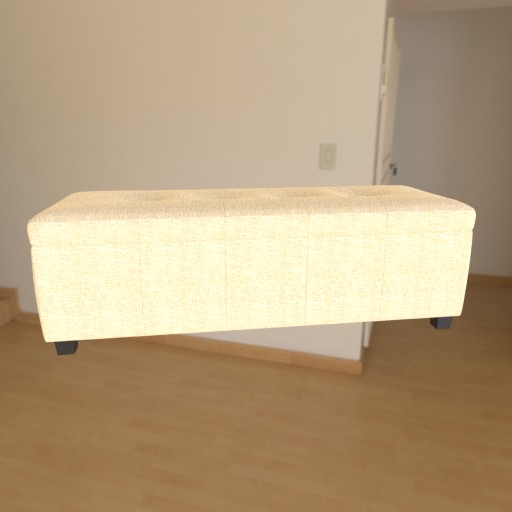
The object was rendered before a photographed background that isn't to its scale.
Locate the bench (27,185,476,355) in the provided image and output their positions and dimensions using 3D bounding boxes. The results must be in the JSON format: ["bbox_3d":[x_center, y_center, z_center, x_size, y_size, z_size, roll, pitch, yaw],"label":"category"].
[{"bbox_3d":[0.000,0.000,1.425,1.219,0.406,0.432,-2,17,-8],"label":"bench"}]
